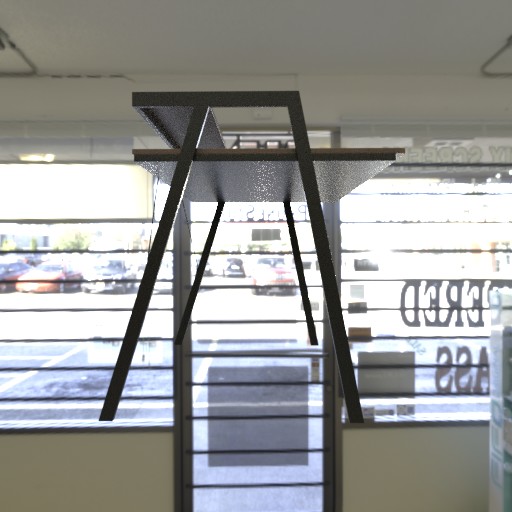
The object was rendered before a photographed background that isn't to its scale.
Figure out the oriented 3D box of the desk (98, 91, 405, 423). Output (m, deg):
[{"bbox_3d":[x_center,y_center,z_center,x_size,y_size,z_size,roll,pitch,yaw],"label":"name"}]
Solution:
[{"bbox_3d":[0.000,0.000,1.905,0.936,0.998,1.143,0,0,1],"label":"desk"}]
